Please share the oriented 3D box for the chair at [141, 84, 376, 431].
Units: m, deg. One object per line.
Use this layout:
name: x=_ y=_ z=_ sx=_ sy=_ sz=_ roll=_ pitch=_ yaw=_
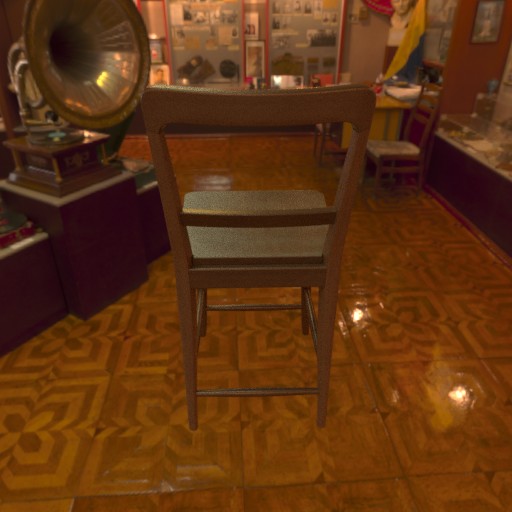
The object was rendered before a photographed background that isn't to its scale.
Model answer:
chair: x=0.000 y=0.000 z=1.264 sx=0.450 sy=0.991 sz=0.546 roll=-1 pitch=29 yaw=-1
